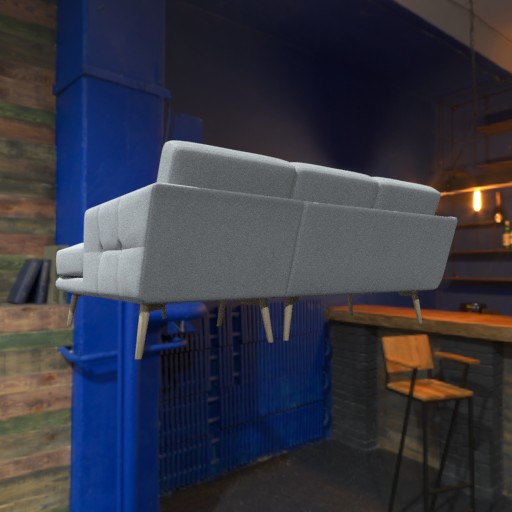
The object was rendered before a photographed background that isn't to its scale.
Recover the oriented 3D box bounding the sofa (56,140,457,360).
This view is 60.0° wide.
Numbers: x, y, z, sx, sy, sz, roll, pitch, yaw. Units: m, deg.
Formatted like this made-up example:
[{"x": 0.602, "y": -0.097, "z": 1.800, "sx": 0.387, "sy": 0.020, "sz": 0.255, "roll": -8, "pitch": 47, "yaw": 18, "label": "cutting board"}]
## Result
[{"x": 0.000, "y": 0.000, "z": 2.758, "sx": 2.040, "sy": 0.860, "sz": 1.530, "roll": 1, "pitch": -2, "yaw": -36, "label": "sofa"}]
